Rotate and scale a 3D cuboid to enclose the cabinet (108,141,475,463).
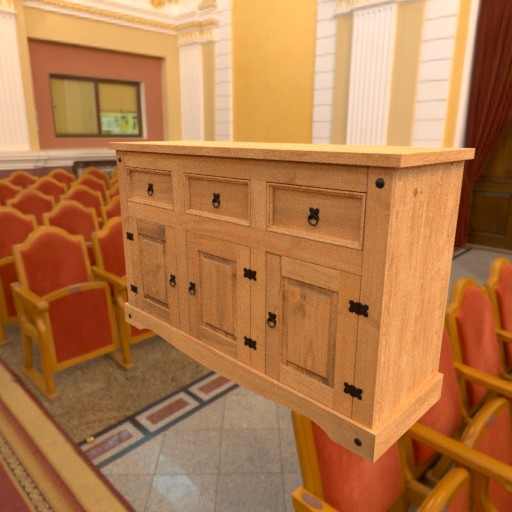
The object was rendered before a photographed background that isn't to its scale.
[{"bbox_3d":[0.000,0.000,1.666,1.321,0.810,0.432,15,22,43],"label":"cabinet"}]
